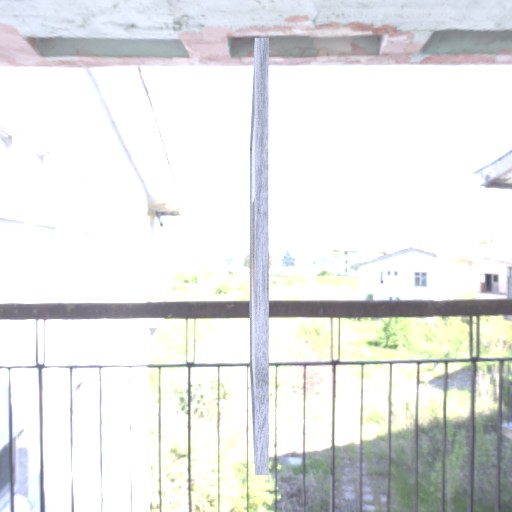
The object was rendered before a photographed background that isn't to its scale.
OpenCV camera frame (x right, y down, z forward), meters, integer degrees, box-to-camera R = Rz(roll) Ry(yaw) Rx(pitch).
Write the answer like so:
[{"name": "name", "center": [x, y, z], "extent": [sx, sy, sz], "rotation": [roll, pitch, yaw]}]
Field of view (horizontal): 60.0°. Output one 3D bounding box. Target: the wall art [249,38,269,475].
[{"name": "wall art", "center": [0.000, 0.000, 0.765], "extent": [0.016, 0.507, 0.508], "rotation": [0, 0, -2]}]
